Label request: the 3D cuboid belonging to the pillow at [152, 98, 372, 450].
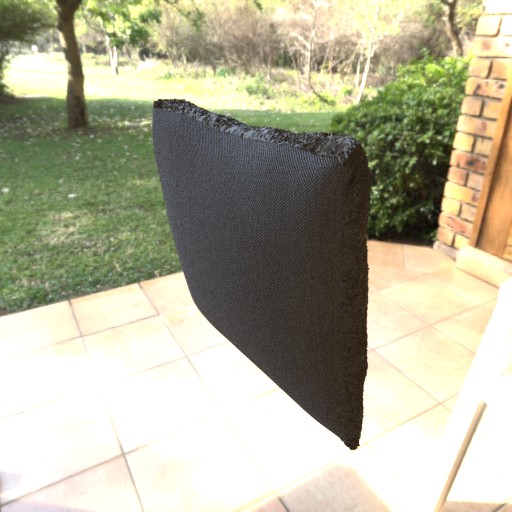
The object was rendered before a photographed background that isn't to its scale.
[{"bbox_3d":[0.000,0.000,0.792,0.218,0.515,0.529,-18,32,-31],"label":"pillow"}]
